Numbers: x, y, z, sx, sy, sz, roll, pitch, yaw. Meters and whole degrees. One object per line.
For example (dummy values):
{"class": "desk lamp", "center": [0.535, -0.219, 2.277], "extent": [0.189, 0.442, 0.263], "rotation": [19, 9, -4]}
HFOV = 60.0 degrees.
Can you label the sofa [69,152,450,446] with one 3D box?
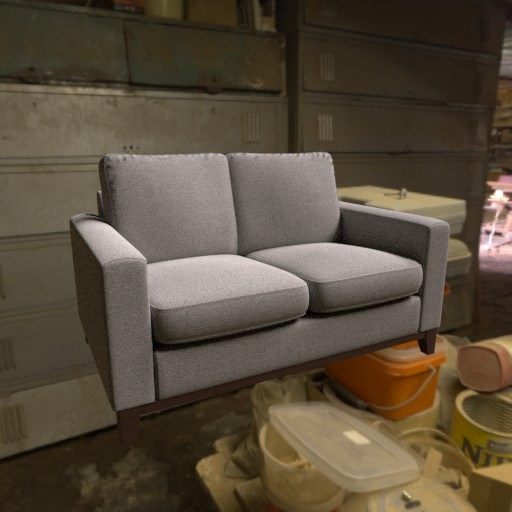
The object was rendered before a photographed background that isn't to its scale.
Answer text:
{"class": "sofa", "center": [0.000, 0.000, 1.943], "extent": [1.420, 0.873, 0.917], "rotation": [-7, 16, -27]}
